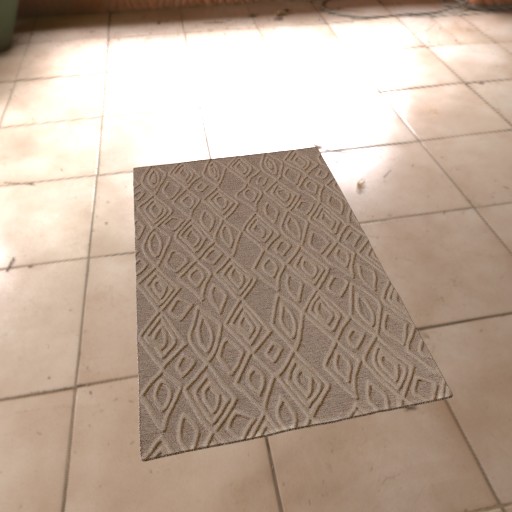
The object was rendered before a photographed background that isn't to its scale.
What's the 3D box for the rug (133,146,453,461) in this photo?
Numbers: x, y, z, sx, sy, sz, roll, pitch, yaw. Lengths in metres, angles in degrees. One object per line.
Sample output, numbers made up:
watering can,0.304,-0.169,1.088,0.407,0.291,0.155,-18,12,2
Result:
rug,0.000,0.000,2.284,1.224,0.016,1.832,-8,47,-8
